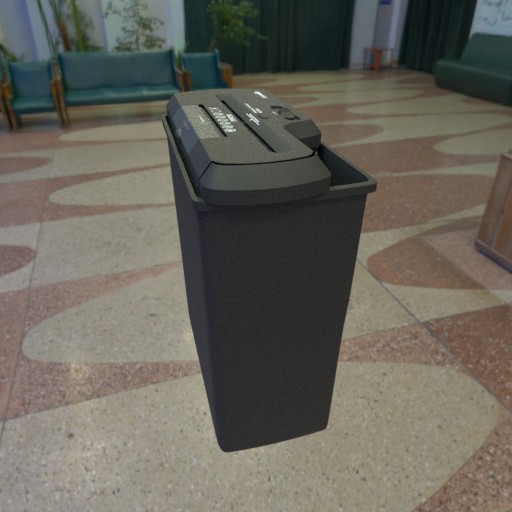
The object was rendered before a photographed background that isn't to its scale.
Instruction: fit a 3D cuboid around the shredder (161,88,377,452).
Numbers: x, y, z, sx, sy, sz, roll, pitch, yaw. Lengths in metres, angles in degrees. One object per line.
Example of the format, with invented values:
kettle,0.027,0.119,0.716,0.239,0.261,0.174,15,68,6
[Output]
shredder,0.000,0.000,0.523,0.170,0.335,0.320,-8,31,-13
